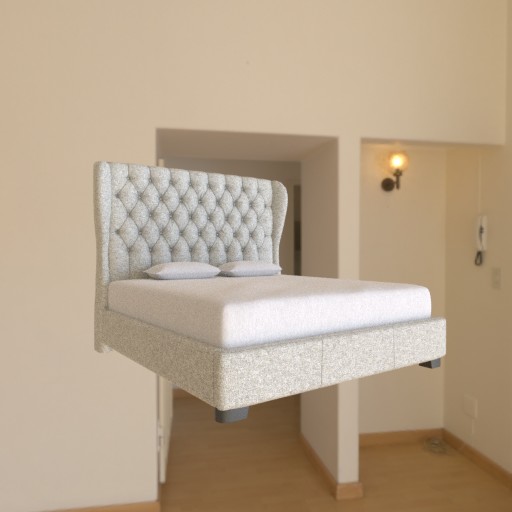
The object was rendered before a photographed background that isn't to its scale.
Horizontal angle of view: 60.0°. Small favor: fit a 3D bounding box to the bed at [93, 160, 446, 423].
[{"bbox_3d":[0.000,0.000,3.886,2.219,1.771,2.347,-1,1,-36],"label":"bed"}]
